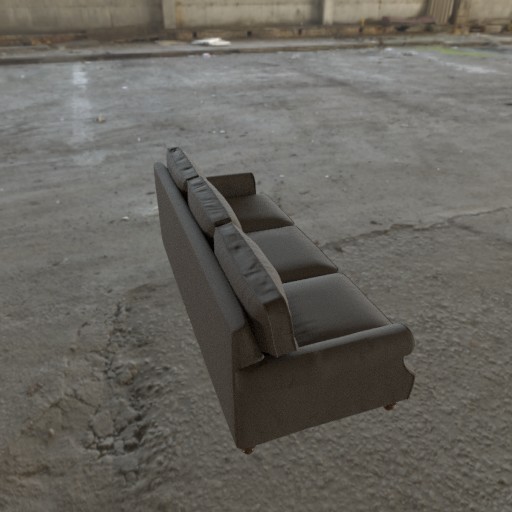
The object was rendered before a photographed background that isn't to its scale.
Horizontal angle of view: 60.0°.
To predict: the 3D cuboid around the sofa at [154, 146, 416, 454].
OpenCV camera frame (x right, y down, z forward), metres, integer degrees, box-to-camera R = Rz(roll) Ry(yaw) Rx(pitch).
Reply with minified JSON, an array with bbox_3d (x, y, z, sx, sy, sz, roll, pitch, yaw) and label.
[{"bbox_3d":[0.000,0.000,2.893,0.966,0.948,2.353,-10,32,-17],"label":"sofa"}]
